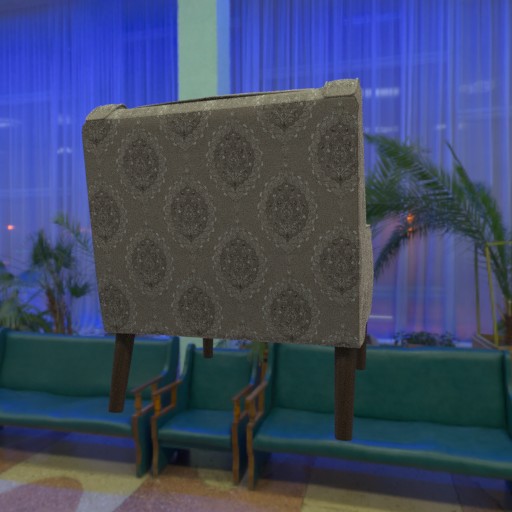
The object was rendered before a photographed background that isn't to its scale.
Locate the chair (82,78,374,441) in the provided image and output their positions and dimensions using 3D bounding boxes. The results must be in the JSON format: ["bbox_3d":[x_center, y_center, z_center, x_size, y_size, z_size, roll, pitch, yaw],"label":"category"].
[{"bbox_3d":[0.000,0.000,1.327,0.665,0.797,0.750,0,1,17],"label":"chair"}]
